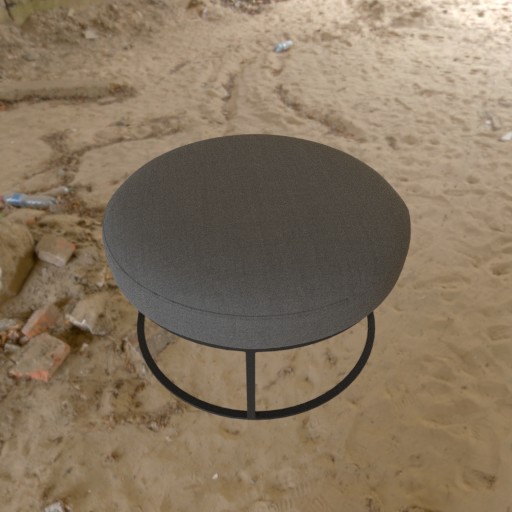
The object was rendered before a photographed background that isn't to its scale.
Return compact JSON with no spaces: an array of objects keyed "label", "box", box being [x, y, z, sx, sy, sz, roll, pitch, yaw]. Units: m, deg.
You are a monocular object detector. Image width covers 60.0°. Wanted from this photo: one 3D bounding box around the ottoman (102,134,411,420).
[{"label":"ottoman","box":[0.000,0.000,1.239,0.772,0.460,0.772,0,41,0]}]
